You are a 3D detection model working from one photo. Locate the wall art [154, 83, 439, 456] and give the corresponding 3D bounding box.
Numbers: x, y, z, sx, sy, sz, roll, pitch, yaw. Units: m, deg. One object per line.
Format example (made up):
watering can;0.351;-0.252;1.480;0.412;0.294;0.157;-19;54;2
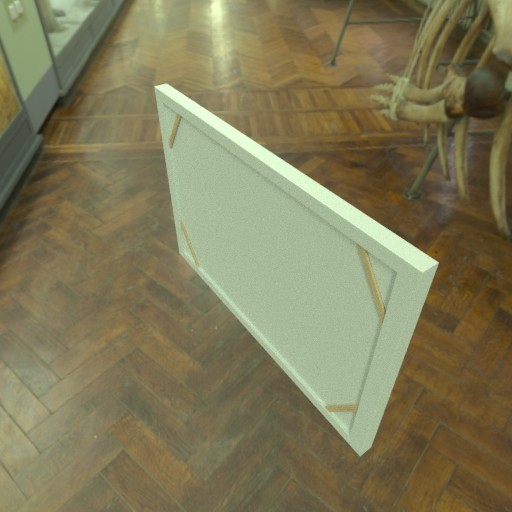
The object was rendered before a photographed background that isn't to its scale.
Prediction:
wall art;0.000;0.000;1.152;0.038;0.609;0.914;-25;47;-26
